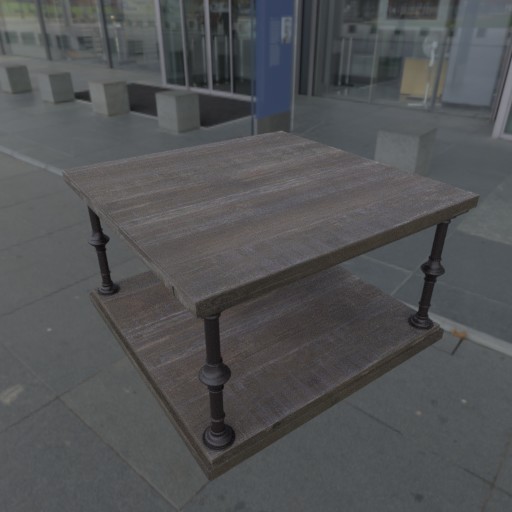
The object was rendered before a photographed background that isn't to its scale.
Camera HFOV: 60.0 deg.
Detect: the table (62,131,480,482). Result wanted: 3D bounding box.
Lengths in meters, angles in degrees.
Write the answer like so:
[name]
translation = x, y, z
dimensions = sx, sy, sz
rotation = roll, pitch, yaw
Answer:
[table]
translation = 0.000, 0.000, 1.132
dimensions = 0.696, 0.400, 0.696
rotation = -19, 35, -30
